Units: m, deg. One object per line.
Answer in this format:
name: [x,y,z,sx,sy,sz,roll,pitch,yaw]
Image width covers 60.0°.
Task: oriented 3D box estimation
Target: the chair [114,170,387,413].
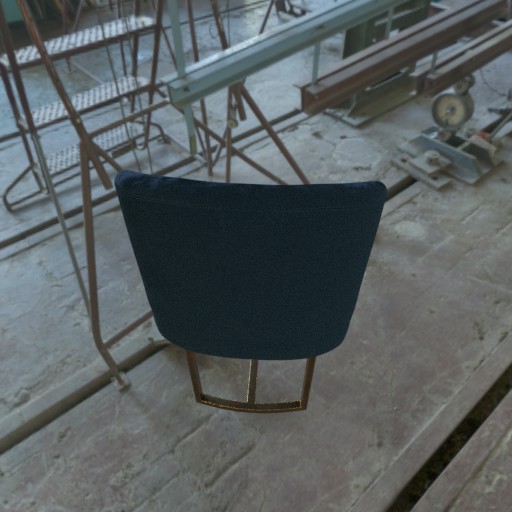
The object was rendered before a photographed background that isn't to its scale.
chair: [0.000,0.000,1.205,0.530,0.824,0.560,3,46,3]
